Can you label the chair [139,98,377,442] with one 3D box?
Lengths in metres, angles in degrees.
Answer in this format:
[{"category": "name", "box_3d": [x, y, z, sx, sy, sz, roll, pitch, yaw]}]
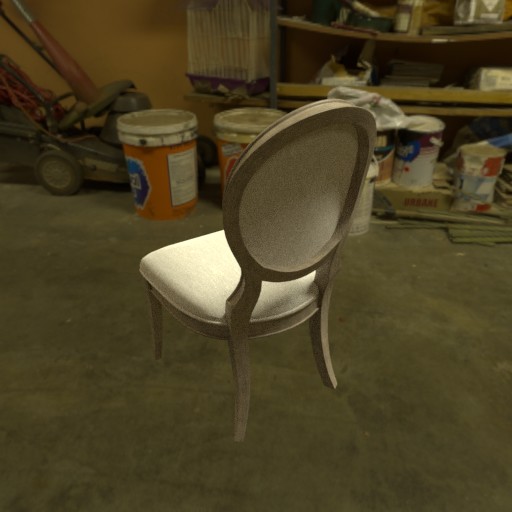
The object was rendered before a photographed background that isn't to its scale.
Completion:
[{"category": "chair", "box_3d": [0.000, 0.000, 1.351, 0.558, 0.990, 0.602, -19, 34, -29]}]
